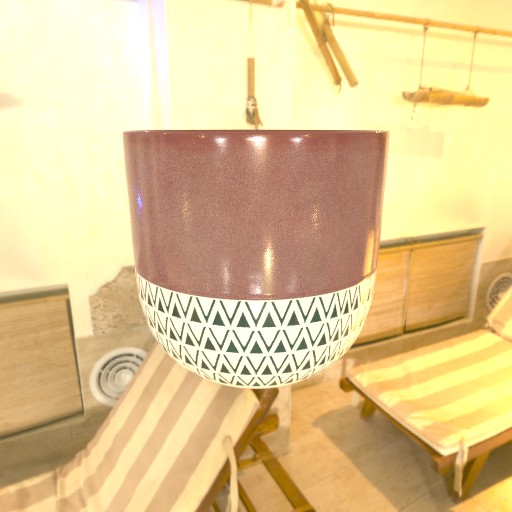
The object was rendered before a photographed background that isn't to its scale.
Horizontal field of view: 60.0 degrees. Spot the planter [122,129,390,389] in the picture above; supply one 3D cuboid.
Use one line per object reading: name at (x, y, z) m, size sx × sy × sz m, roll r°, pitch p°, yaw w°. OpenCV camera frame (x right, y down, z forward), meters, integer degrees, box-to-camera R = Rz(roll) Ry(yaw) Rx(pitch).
planter at (0.000, 0.000, 0.495) m, size 0.266 × 0.270 × 0.266 m, roll 0°, pitch 16°, yaw 0°
